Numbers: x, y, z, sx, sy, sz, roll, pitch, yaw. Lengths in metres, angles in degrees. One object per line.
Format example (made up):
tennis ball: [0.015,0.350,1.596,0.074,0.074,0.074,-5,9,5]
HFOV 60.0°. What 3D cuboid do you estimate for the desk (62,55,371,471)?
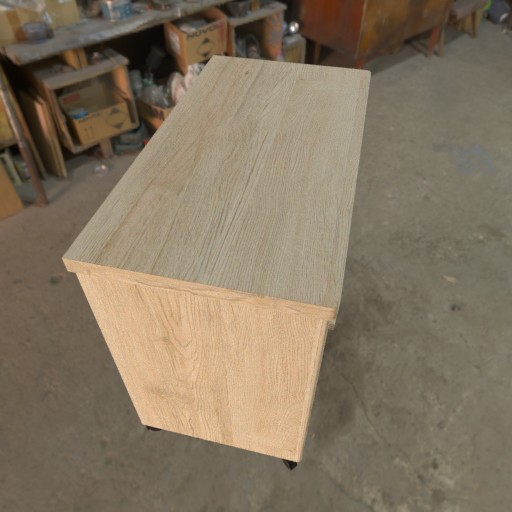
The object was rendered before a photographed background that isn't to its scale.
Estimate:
desk: [0.000,0.000,1.302,0.480,0.770,0.885,10,47,9]
